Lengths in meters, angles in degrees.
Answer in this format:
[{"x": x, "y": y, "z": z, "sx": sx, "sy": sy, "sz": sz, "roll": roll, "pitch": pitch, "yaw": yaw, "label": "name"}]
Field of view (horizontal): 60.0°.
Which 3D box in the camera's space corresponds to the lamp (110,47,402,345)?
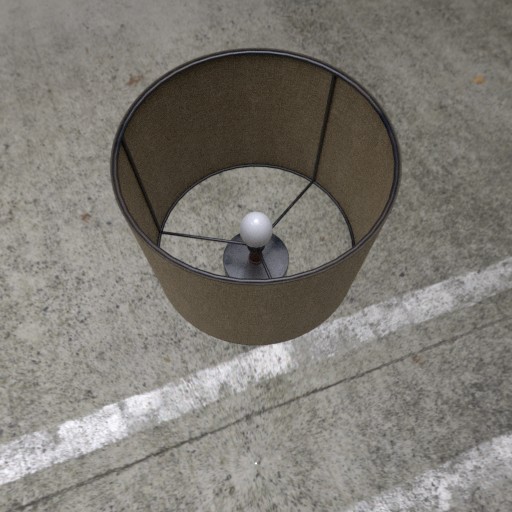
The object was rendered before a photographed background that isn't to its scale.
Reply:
[{"x": 0.000, "y": 0.000, "z": 0.467, "sx": 0.202, "sy": 0.350, "sz": 0.202, "roll": 0, "pitch": 65, "yaw": 0, "label": "lamp"}]
